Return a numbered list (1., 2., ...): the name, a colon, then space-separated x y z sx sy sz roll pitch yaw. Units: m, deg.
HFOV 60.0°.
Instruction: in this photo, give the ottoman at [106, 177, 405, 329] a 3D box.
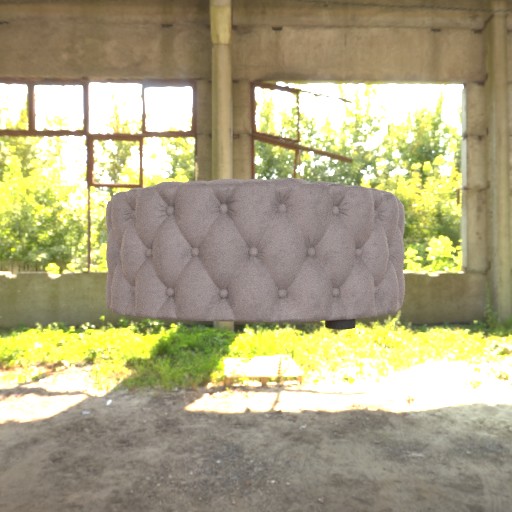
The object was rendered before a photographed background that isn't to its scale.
1. ottoman: 0.000 0.000 1.544 0.998 0.399 0.998 0 -1 0
